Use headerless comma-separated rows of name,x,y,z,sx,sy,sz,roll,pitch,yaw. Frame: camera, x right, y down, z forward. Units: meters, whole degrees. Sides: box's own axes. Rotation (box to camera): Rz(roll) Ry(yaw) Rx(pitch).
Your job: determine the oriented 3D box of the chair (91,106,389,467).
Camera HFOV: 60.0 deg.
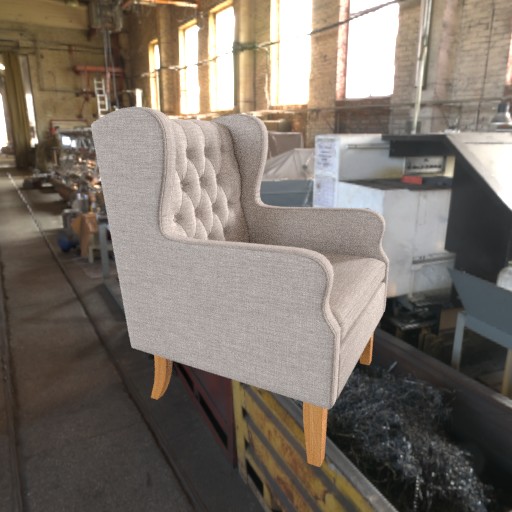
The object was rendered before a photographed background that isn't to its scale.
chair,0.000,0.000,1.482,0.760,0.930,0.710,8,17,25
